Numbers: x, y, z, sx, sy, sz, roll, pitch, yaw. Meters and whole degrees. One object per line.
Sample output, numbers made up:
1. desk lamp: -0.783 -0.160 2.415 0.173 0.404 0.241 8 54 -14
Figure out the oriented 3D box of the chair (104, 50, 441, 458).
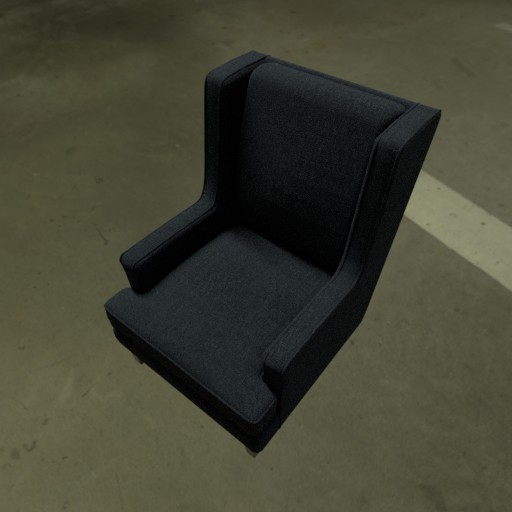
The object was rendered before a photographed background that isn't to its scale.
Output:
1. chair: 0.000 0.000 1.672 0.764 1.072 0.947 30 53 26
